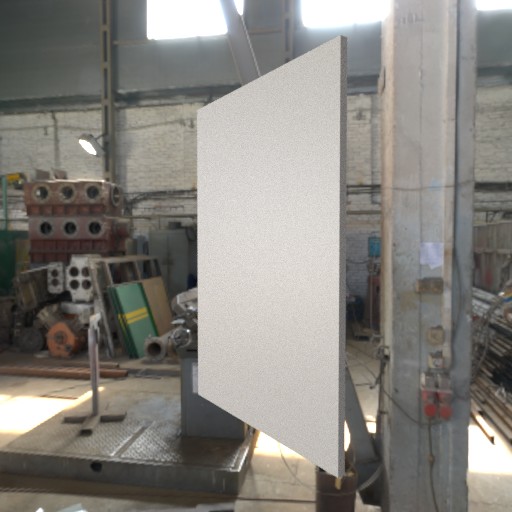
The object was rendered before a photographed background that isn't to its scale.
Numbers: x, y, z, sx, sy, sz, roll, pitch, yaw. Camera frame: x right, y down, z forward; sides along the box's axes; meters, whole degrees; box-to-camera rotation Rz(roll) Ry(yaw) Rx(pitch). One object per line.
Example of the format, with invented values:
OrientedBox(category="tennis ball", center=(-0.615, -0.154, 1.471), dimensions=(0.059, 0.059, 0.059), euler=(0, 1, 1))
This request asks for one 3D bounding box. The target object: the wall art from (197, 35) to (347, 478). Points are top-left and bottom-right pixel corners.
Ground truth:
OrientedBox(category="wall art", center=(0.000, 0.000, 0.610), dimensions=(0.010, 0.474, 0.325), euler=(-1, 2, -35))
